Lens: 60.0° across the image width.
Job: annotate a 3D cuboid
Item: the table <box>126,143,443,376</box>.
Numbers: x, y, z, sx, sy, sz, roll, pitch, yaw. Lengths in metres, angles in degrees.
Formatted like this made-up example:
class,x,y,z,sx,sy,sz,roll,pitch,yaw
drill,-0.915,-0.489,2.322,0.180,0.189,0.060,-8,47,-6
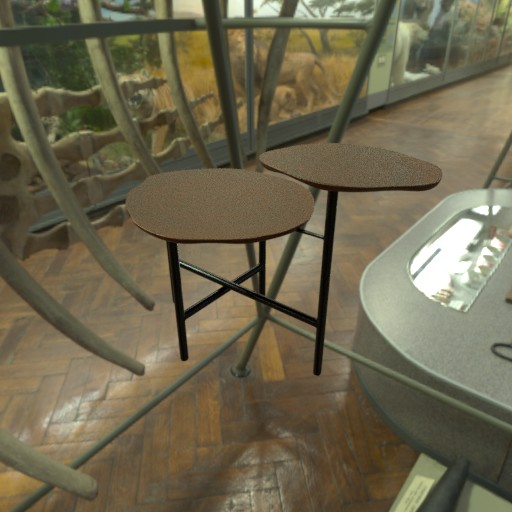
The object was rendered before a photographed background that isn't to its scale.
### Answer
class,x,y,z,sx,sy,sz,roll,pitch,yaw
table,0.000,0.000,1.065,0.759,0.538,0.442,21,35,33
